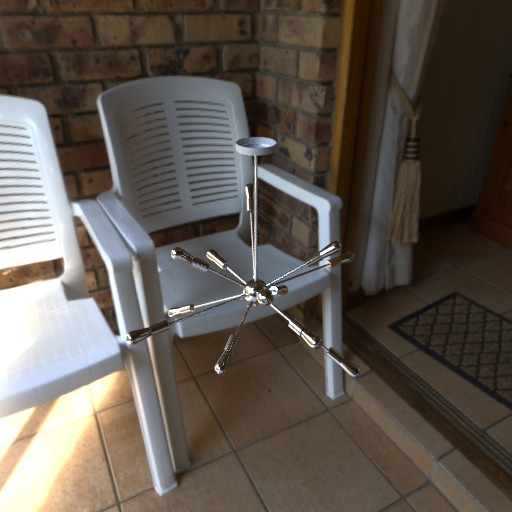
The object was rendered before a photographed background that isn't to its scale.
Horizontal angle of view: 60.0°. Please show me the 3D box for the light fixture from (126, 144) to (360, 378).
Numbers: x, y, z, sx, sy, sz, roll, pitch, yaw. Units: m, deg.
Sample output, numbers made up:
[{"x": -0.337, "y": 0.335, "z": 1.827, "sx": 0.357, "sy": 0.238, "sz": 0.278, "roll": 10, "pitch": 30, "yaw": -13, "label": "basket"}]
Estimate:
[{"x": 0.000, "y": 0.000, "z": 1.085, "sx": 0.684, "sy": 0.558, "sz": 0.509, "roll": -18, "pitch": 34, "yaw": -29, "label": "light fixture"}]
